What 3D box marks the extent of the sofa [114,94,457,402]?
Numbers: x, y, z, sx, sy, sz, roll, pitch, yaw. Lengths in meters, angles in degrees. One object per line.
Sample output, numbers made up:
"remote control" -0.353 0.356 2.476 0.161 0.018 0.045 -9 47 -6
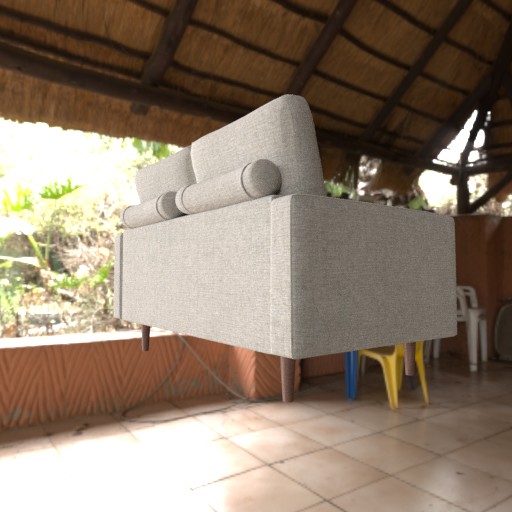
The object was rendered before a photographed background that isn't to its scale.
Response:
"sofa" 0.000 0.000 1.930 0.842 0.907 1.407 2 -3 -36
